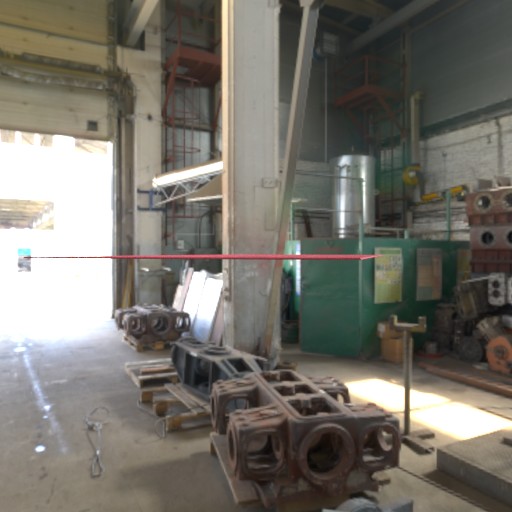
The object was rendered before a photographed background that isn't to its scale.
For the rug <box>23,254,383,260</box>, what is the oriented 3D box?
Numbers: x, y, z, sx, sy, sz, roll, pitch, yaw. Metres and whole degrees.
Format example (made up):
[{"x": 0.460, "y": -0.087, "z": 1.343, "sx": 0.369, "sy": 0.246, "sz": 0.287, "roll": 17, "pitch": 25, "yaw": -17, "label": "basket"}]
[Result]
[{"x": 0.000, "y": 0.000, "z": 2.302, "sx": 1.209, "sy": 0.008, "sz": 1.814, "roll": 0, "pitch": 0, "yaw": 18, "label": "rug"}]
